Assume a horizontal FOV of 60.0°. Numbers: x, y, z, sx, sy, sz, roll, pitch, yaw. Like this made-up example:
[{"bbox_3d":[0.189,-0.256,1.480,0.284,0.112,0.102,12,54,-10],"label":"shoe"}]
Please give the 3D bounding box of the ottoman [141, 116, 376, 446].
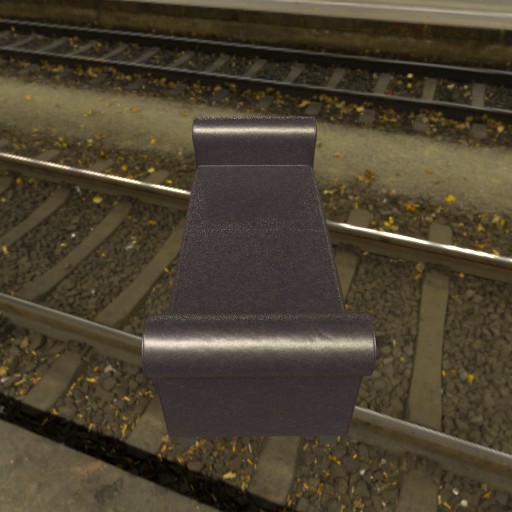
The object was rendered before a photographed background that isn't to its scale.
[{"bbox_3d":[0.000,0.000,1.569,0.521,0.547,1.256,0,40,0],"label":"ottoman"}]
